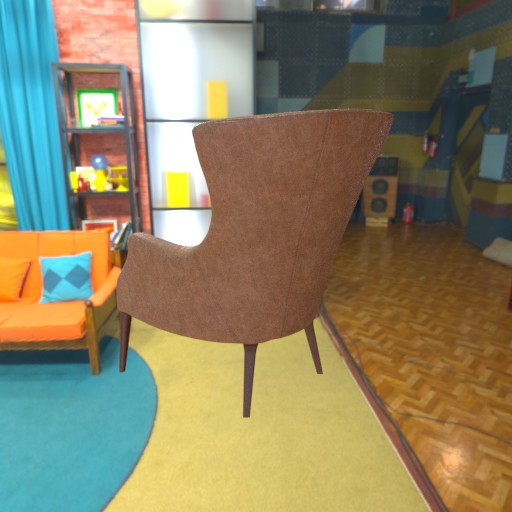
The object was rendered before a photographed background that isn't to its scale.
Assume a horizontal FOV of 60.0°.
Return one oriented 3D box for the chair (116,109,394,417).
[{"bbox_3d":[0.000,0.000,1.745,0.846,1.067,0.955,-15,21,-42],"label":"chair"}]
